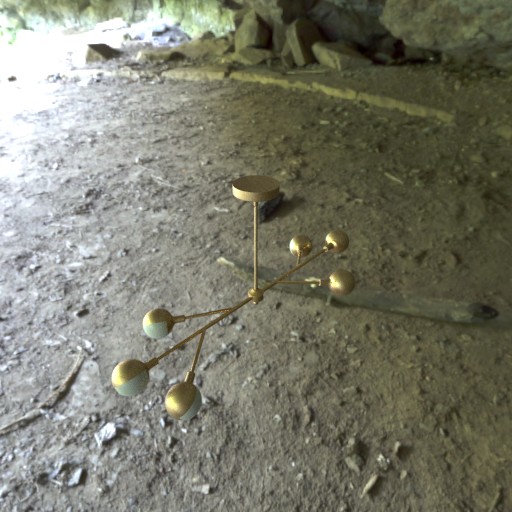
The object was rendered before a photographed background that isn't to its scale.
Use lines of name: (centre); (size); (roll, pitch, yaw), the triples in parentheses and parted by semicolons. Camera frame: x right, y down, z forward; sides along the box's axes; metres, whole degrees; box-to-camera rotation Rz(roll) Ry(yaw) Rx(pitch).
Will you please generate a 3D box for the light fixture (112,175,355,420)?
light fixture: (0.000, 0.000, 1.043); (0.778, 0.362, 0.434); (-18, 35, -27)
